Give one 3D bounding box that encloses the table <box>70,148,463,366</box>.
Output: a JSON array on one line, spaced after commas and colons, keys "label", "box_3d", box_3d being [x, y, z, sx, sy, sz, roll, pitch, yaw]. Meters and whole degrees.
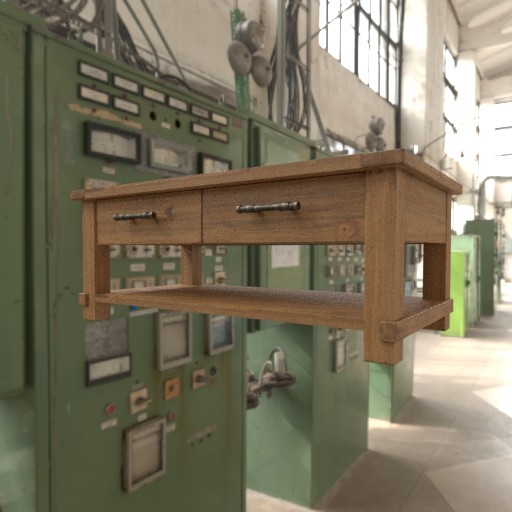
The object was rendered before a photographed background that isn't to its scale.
[{"label": "table", "box_3d": [0.000, 0.000, 1.620, 1.270, 0.494, 0.693, 1, 1, 35]}]
